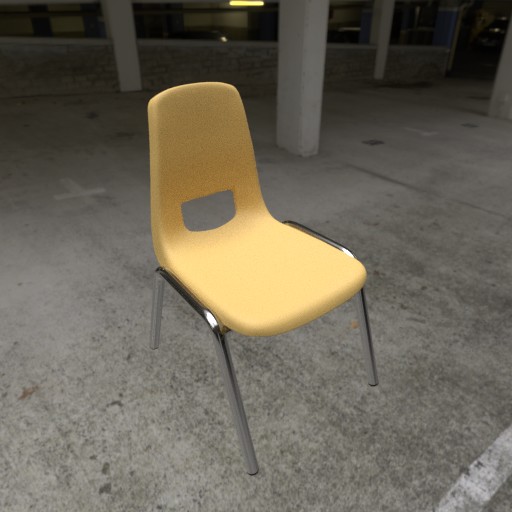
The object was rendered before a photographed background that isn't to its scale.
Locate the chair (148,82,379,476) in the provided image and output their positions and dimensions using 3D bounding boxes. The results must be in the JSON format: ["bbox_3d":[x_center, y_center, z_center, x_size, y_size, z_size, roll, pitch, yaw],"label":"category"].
[{"bbox_3d":[0.000,0.000,0.863,0.354,0.586,0.423,-22,37,-32],"label":"chair"}]
